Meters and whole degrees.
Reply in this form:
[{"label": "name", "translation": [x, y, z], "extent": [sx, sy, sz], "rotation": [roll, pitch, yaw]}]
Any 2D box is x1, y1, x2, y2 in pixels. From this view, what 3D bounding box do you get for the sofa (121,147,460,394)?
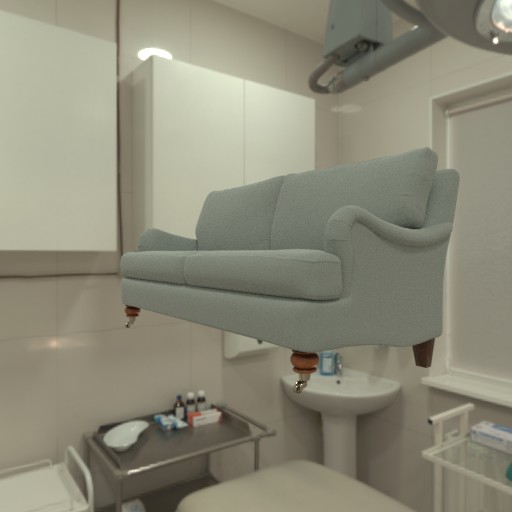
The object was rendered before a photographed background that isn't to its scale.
[{"label": "sofa", "translation": [0.000, 0.000, 2.826], "extent": [1.069, 1.096, 2.193], "rotation": [0, 0, -36]}]
